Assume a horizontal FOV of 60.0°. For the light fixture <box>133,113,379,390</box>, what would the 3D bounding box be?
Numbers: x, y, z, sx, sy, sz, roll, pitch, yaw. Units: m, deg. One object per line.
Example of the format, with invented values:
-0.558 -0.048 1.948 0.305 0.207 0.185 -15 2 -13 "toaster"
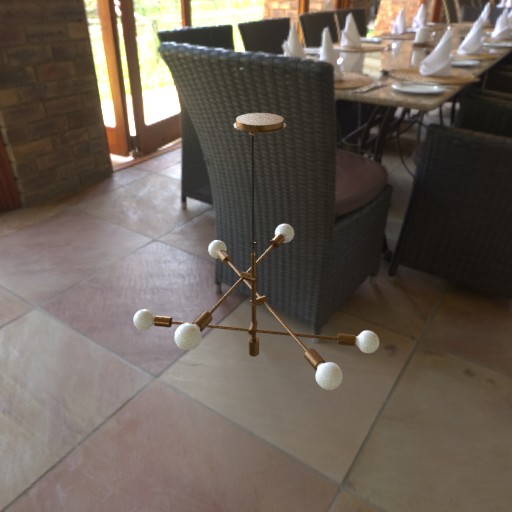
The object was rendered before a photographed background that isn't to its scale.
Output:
0.000 0.000 1.221 0.682 0.744 0.637 22 37 31 "light fixture"
